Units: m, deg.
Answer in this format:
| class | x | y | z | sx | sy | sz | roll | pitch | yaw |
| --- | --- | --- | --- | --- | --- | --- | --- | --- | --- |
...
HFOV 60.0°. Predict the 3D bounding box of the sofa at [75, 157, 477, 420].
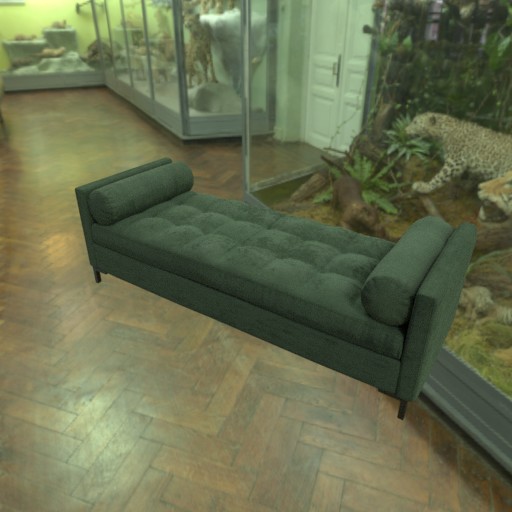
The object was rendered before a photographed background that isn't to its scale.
| class | x | y | z | sx | sy | sz | roll | pitch | yaw |
| --- | --- | --- | --- | --- | --- | --- | --- | --- | --- |
| sofa | 0.000 | 0.000 | 2.545 | 2.130 | 0.681 | 0.817 | 18 | 33 | 29 |
